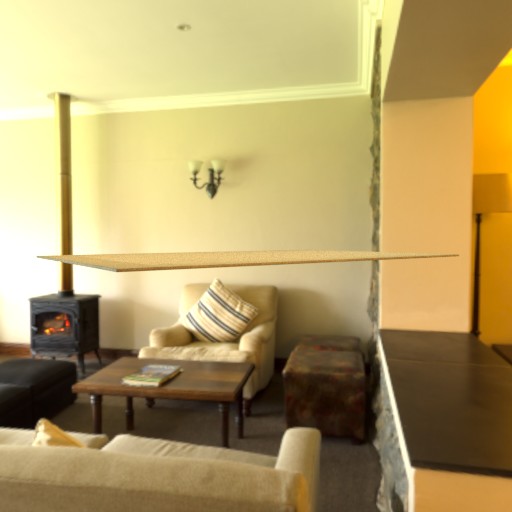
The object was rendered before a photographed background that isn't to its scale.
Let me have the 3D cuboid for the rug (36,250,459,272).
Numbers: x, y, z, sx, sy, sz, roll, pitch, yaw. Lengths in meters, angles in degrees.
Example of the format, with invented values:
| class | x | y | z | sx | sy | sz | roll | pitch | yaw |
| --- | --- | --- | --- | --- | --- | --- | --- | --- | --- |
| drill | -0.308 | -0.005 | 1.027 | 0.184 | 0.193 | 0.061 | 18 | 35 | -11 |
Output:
| class | x | y | z | sx | sy | sz | roll | pitch | yaw |
| --- | --- | --- | --- | --- | --- | --- | --- | --- | --- |
| rug | 0.000 | 0.000 | 3.000 | 2.438 | 0.014 | 1.524 | -2 | 3 | -37 |
